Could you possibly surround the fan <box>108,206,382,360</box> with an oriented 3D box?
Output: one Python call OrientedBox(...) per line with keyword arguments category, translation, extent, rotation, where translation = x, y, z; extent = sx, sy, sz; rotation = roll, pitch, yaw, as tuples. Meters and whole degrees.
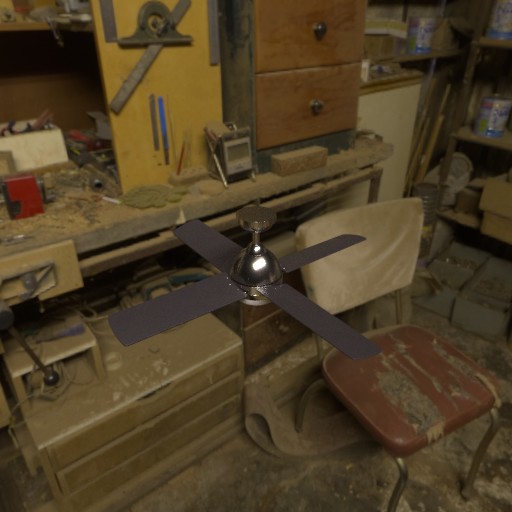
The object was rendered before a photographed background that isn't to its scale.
OrientedBox(category="fan", translation=(0.000, 0.000, 1.952), extent=(1.332, 0.403, 1.332), rotation=(-20, 35, -32))
